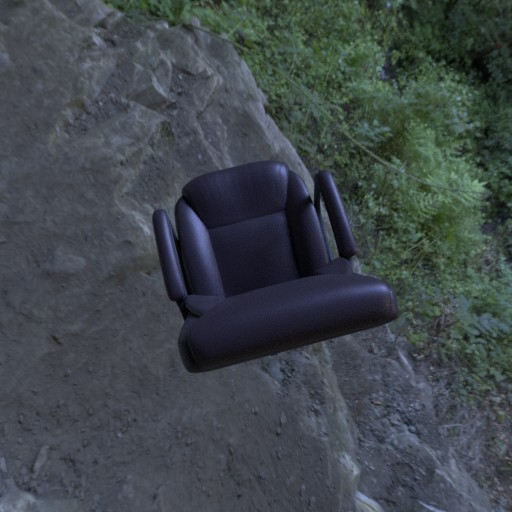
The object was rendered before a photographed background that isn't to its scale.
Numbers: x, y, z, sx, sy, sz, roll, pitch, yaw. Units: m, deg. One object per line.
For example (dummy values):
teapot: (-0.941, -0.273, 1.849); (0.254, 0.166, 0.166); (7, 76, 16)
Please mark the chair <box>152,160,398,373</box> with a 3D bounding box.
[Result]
chair: (0.000, 0.000, 1.446); (0.615, 1.072, 0.655); (-14, 76, -4)
